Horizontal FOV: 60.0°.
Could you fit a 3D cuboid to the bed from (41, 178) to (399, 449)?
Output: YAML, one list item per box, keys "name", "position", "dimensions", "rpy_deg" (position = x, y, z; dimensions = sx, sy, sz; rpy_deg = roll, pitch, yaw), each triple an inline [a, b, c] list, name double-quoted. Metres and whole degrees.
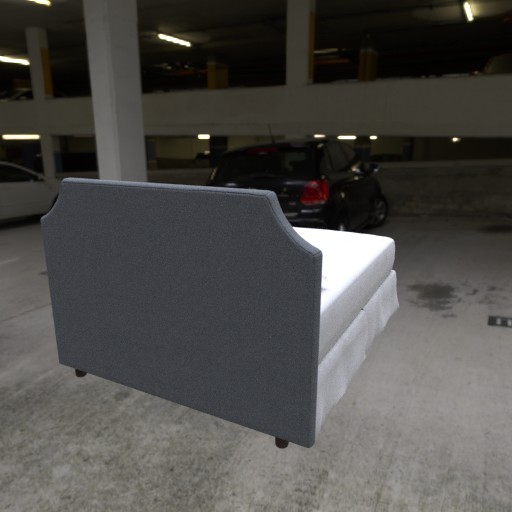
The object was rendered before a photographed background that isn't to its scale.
- name: "bed"
  position: [0.000, 0.000, 3.352]
  dimensions: [1.811, 1.296, 2.259]
  rpy_deg: [8, 17, 27]
